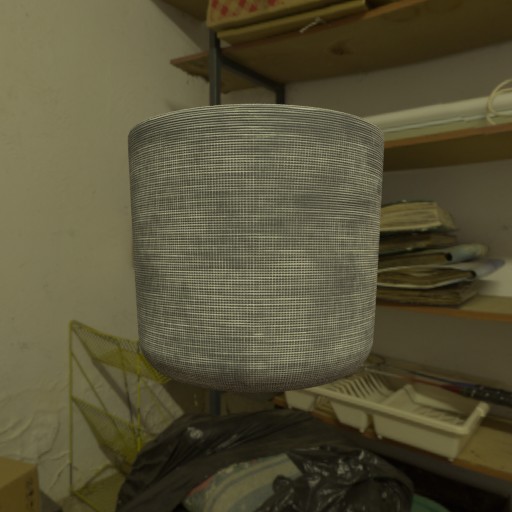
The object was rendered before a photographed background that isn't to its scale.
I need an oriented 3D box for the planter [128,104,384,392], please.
[{"bbox_3d":[0.000,0.000,0.794,0.440,0.398,0.440,0,1,0],"label":"planter"}]
